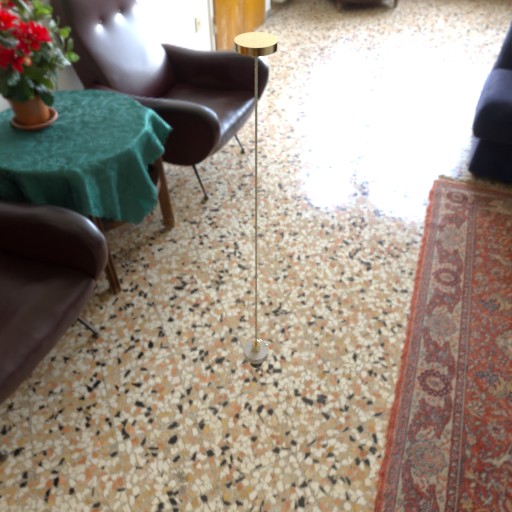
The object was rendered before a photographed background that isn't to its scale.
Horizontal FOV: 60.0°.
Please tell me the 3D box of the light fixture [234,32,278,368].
[{"bbox_3d":[0.000,0.000,1.801,0.129,1.669,0.129,-10,46,-10],"label":"light fixture"}]
